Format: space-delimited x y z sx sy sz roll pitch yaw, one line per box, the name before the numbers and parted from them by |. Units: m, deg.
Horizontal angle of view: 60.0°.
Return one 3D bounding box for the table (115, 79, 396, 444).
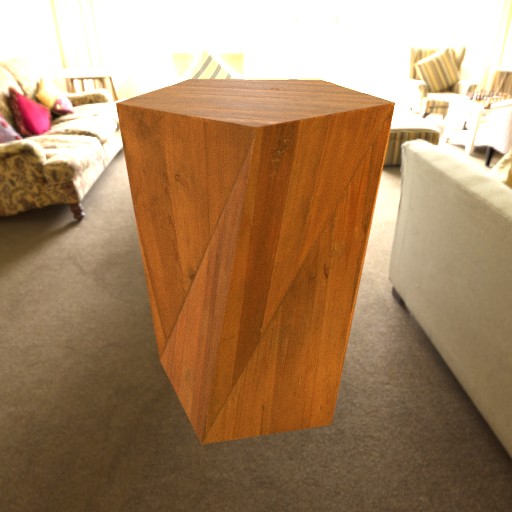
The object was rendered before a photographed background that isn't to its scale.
table | 0.000 0.000 0.870 0.425 0.604 0.441 21 35 32
